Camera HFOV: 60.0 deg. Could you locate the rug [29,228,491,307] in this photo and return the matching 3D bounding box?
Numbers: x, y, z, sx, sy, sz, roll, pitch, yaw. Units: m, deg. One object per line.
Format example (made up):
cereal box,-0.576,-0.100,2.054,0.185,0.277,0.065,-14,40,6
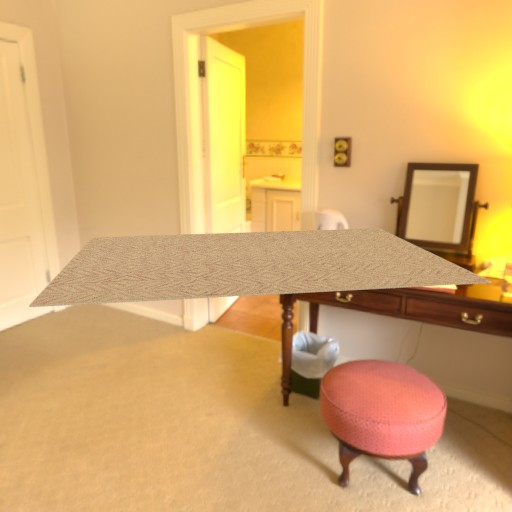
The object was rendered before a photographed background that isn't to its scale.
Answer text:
rug,0.000,0.000,3.020,2.438,0.008,1.523,-2,15,-8
